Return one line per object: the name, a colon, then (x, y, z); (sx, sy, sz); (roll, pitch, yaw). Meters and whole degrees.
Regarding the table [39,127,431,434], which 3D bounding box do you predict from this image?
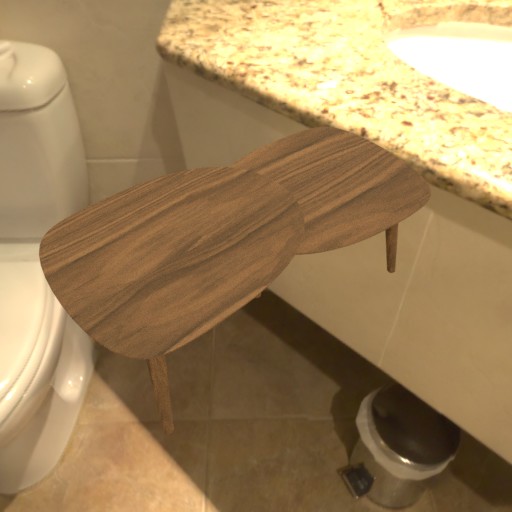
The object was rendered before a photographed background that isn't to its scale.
table: (0.000, 0.000, 1.338); (1.084, 0.429, 0.527); (-30, 53, -25)
